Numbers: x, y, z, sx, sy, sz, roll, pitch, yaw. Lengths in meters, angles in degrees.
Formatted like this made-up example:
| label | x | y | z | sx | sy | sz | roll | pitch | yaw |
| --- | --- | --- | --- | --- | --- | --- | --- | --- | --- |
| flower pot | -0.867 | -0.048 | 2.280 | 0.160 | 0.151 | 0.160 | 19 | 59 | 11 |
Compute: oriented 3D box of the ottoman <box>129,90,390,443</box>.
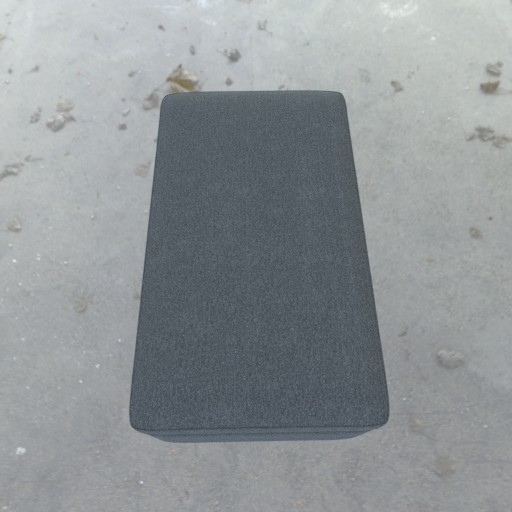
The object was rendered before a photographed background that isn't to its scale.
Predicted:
| label | x | y | z | sx | sy | sz | roll | pitch | yaw |
| --- | --- | --- | --- | --- | --- | --- | --- | --- | --- |
| ottoman | 0.000 | 0.000 | 1.548 | 0.681 | 0.494 | 1.173 | -1 | 63 | 0 |
